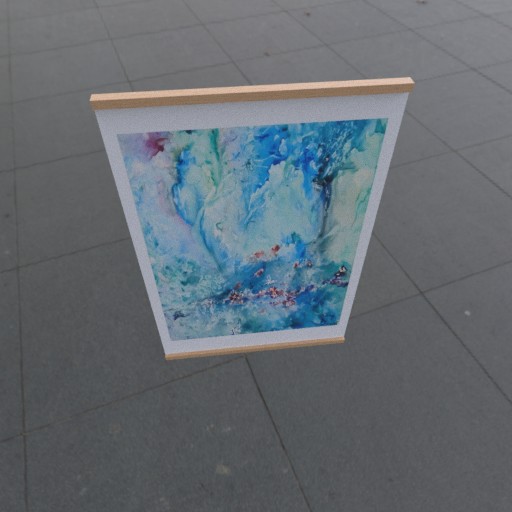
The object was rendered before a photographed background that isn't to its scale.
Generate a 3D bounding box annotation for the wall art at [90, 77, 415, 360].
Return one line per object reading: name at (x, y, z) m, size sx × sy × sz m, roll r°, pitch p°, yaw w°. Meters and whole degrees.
wall art at (0.000, 0.000, 0.774) m, size 0.401 × 0.611 × 0.016 m, roll -5°, pitch 47°, yaw -4°
